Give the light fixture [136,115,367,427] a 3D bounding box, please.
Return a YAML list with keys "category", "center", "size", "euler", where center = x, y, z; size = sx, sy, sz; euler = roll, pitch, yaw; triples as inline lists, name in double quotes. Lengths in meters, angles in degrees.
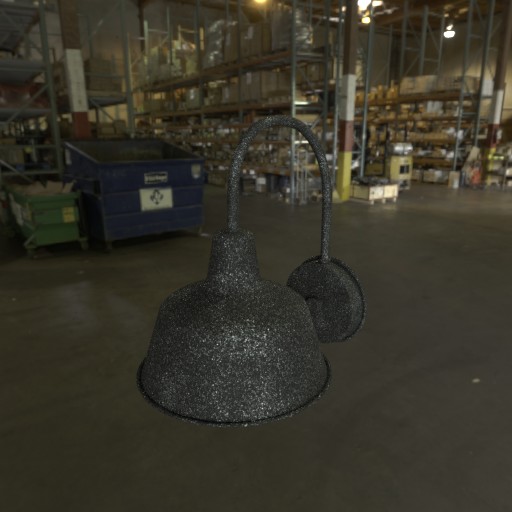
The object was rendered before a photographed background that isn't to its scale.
- category: "light fixture"
  center: [0.000, 0.000, 0.491]
  size: [0.216, 0.300, 0.283]
  euler: [15, 21, 43]
